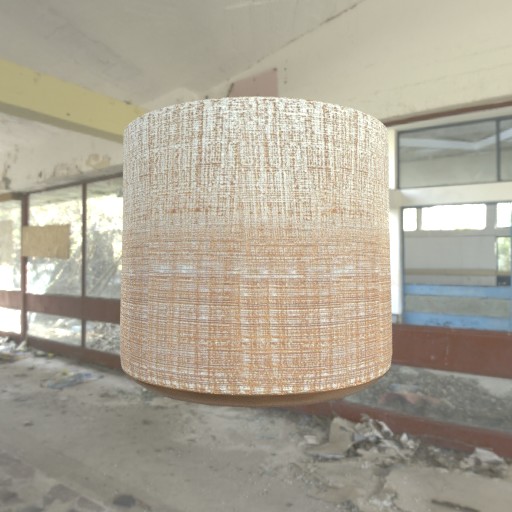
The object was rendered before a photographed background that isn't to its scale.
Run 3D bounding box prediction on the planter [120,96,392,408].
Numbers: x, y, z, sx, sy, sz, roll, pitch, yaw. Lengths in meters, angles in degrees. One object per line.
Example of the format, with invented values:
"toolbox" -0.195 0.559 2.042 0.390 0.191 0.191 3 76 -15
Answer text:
"planter" 0.000 0.000 0.186 0.109 0.096 0.109 0 -1 0
